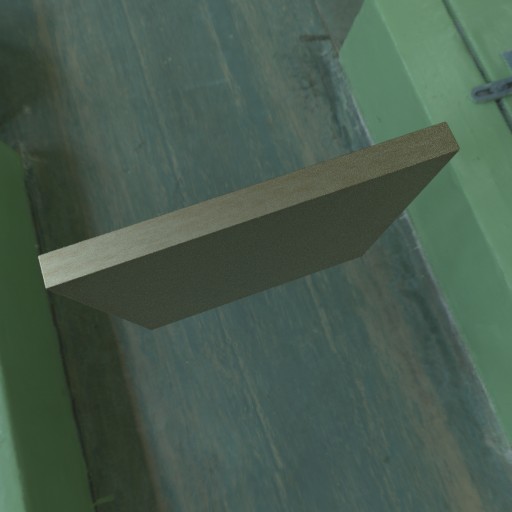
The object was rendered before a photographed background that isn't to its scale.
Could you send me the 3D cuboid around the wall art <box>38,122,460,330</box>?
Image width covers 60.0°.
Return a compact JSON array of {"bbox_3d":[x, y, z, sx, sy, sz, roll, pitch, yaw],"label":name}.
[{"bbox_3d":[0.000,0.000,0.755,0.503,0.506,0.040,-19,76,-5],"label":"wall art"}]
